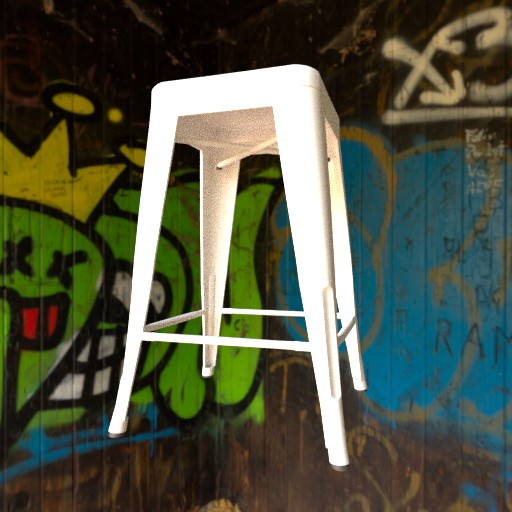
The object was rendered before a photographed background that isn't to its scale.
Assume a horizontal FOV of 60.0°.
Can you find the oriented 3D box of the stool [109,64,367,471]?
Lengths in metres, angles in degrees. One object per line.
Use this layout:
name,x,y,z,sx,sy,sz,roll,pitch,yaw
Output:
stool,0.000,0.000,0.879,0.406,0.610,0.406,0,0,18
